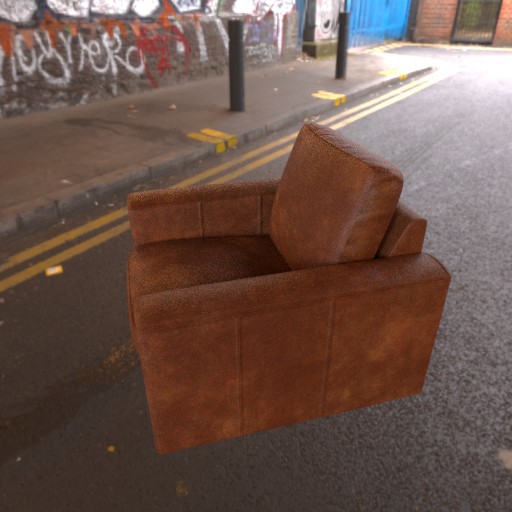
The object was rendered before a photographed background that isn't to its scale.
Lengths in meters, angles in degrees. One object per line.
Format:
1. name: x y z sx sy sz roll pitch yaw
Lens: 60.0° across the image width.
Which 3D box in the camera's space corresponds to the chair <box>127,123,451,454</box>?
1. chair: 0.000 0.000 1.754 1.016 0.873 1.005 -8 31 -13
